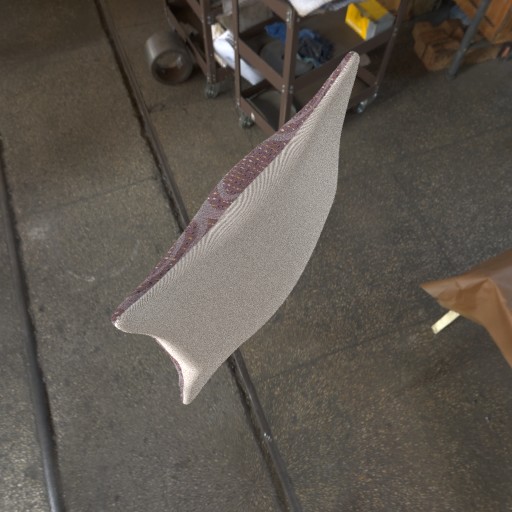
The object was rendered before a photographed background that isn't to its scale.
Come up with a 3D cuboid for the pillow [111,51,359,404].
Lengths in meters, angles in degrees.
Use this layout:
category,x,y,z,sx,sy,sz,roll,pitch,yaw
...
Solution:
category,x,y,z,sx,sy,sz,roll,pitch,yaw
pillow,0.000,0.000,0.780,0.163,0.513,0.514,32,67,15
